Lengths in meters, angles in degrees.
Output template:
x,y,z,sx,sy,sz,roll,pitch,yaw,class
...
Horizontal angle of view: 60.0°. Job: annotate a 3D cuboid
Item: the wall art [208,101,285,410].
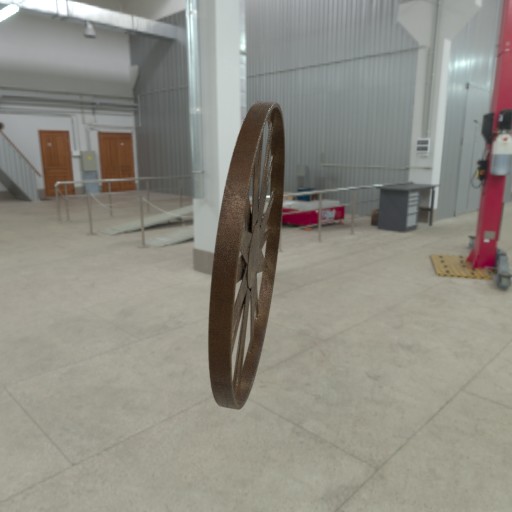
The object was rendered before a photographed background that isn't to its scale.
x,y,z,sx,sy,sz,roll,pitch,yaw,class
0.000,0.000,0.884,0.084,0.583,0.582,2,14,9,wall art
